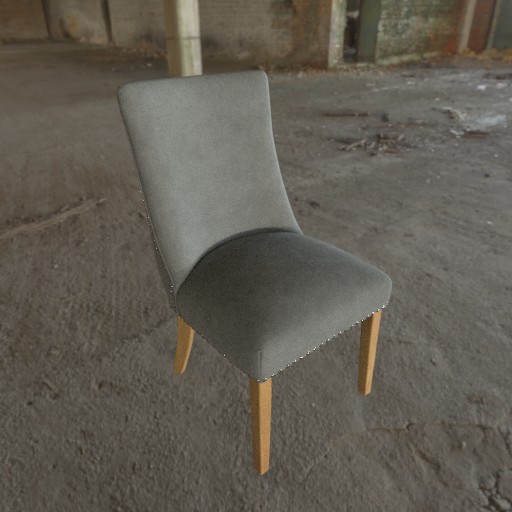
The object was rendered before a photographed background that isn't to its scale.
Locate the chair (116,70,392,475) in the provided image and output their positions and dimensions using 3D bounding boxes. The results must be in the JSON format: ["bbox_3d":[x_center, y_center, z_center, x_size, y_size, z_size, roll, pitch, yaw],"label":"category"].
[{"bbox_3d":[0.000,0.000,1.249,0.495,0.902,0.610,-22,36,-34],"label":"chair"}]
